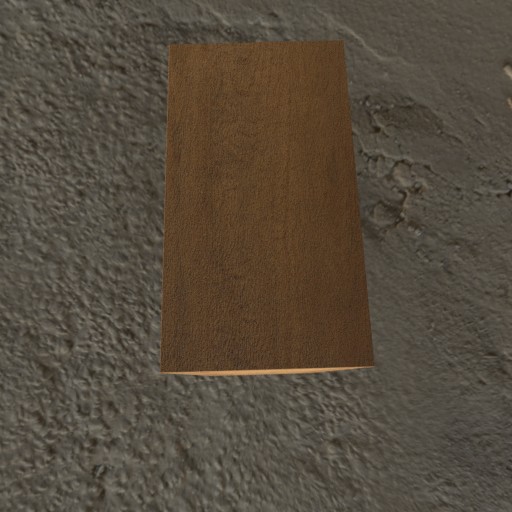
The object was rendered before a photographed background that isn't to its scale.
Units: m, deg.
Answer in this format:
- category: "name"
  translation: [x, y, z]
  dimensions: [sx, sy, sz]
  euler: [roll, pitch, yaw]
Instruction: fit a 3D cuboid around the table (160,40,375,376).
- category: "table"
  translation: [0.000, 0.000, 1.762]
  dimensions: [0.524, 1.294, 0.901]
  euler: [-2, 75, 0]
